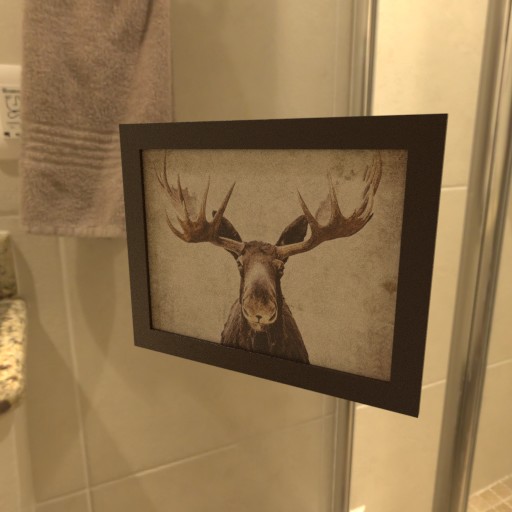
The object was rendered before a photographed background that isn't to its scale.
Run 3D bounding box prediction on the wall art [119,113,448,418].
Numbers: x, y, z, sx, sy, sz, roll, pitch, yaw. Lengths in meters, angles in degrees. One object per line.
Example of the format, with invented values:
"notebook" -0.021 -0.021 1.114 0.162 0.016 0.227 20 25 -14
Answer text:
"wall art" 0.000 0.000 1.619 1.207 0.952 0.034 7 15 26
